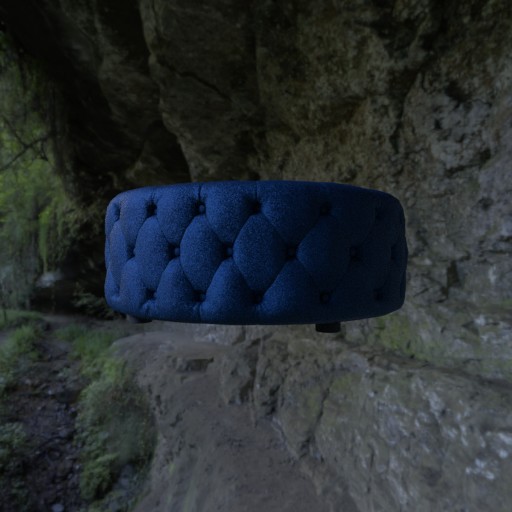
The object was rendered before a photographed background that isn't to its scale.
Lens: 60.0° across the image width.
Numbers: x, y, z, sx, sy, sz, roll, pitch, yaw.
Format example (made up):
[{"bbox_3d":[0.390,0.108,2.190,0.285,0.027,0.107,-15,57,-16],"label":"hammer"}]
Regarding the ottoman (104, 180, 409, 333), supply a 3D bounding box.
[{"bbox_3d":[0.000,0.000,1.531,0.998,0.398,0.998,0,0,0],"label":"ottoman"}]
